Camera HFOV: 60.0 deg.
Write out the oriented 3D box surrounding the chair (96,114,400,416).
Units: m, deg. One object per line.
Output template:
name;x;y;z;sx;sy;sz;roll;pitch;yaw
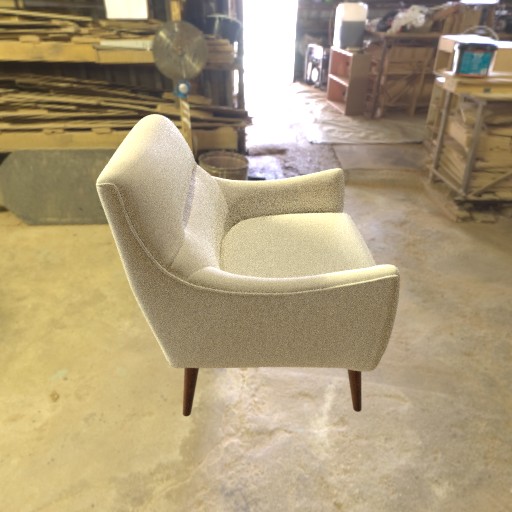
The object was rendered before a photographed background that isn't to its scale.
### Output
chair;0.000;0.000;1.482;0.787;0.838;0.762;-1;32;-2
